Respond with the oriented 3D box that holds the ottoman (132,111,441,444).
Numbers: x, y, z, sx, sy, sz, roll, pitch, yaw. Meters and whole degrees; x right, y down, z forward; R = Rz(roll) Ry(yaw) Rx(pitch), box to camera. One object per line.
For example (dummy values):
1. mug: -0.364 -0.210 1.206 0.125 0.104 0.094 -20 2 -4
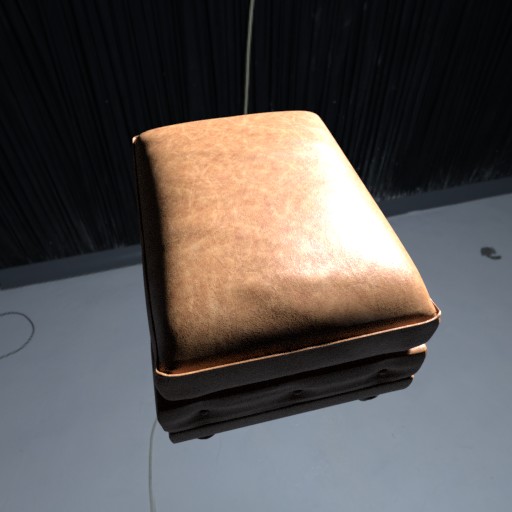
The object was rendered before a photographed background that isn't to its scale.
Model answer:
1. ottoman: 0.000 0.000 1.066 0.533 0.480 0.710 -10 48 -9
